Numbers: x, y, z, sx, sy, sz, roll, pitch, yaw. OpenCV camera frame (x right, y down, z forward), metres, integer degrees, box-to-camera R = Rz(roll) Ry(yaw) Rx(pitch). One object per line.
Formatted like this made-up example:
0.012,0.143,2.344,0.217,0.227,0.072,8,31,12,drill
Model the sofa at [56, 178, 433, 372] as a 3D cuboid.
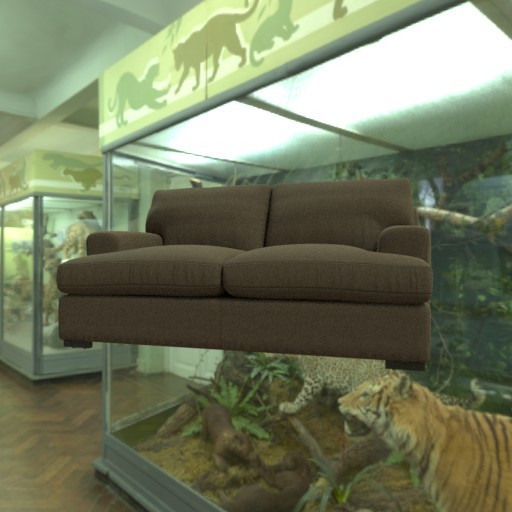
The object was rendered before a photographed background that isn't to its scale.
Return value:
0.000,0.000,2.541,1.869,0.950,1.140,0,0,16,sofa
